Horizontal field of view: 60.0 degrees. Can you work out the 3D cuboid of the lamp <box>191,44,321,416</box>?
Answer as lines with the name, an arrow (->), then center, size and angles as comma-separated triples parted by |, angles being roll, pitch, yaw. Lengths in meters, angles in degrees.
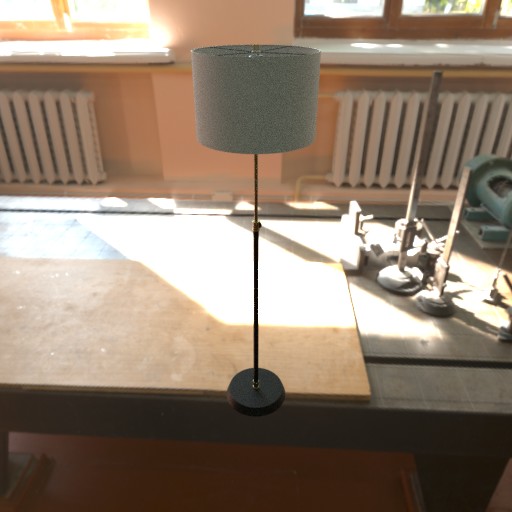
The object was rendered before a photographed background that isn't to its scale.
lamp -> 0.000, 0.000, 1.755 | 0.404, 1.517, 0.404 | 21, 36, 32
